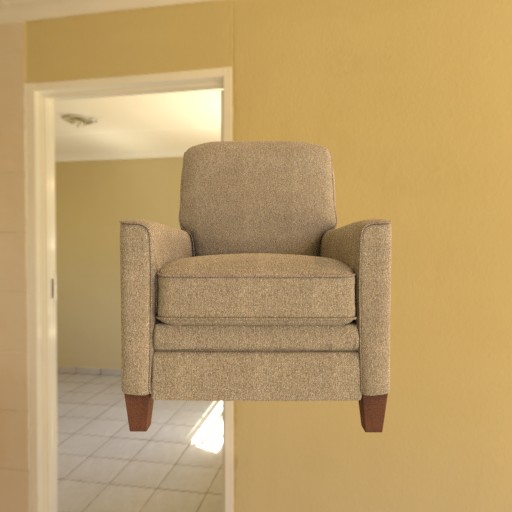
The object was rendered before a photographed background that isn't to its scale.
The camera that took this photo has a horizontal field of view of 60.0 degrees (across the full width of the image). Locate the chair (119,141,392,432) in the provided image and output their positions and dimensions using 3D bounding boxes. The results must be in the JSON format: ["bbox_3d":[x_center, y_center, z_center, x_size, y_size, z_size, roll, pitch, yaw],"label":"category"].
[{"bbox_3d":[0.000,0.000,1.677,0.841,1.028,0.858,0,1,0],"label":"chair"}]
